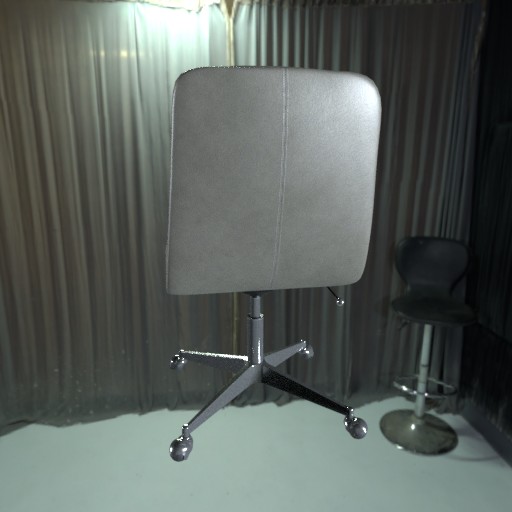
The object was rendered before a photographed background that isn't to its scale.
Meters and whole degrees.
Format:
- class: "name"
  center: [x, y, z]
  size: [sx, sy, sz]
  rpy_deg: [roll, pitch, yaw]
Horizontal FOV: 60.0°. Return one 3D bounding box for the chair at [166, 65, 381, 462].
- class: "chair"
  center: [0.000, 0.000, 1.008]
  size: [0.422, 0.738, 0.485]
  rpy_deg: [-3, 14, -11]
